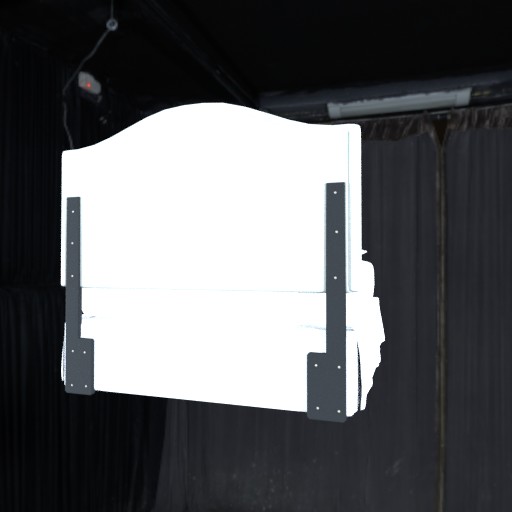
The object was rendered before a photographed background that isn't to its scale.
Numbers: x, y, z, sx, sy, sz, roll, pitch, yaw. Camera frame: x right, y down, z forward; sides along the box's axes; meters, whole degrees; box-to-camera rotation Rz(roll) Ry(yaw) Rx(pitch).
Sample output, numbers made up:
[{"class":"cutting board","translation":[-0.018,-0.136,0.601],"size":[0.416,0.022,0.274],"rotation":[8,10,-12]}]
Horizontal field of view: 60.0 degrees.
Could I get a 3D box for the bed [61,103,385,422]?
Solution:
[{"class":"bed","translation":[0.000,0.000,3.371],"size":[1.813,1.607,2.180],"rotation":[0,-1,18]}]
